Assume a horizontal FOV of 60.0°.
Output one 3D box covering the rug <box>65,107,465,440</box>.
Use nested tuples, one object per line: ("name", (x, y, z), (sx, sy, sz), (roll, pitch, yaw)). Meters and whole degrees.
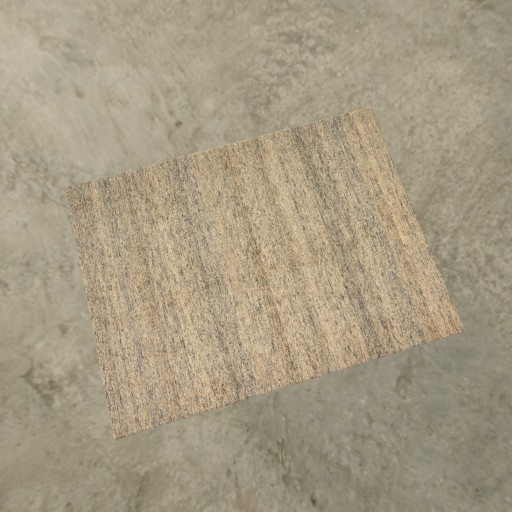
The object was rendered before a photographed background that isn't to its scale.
("rug", (0.000, 0.000, 4.166), (3.199, 0.036, 2.414), (-16, 75, -4))
